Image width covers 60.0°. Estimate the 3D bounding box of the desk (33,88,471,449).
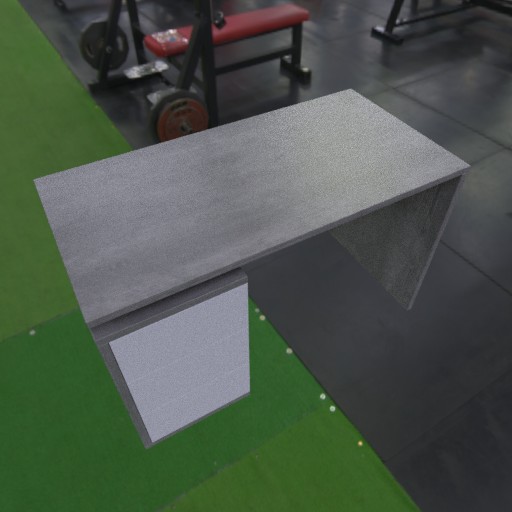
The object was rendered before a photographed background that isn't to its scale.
[{"bbox_3d":[0.000,0.000,1.624,1.200,0.740,0.600,-22,50,-20],"label":"desk"}]
